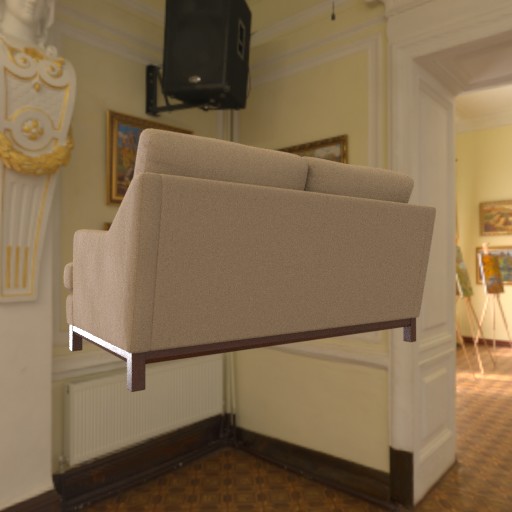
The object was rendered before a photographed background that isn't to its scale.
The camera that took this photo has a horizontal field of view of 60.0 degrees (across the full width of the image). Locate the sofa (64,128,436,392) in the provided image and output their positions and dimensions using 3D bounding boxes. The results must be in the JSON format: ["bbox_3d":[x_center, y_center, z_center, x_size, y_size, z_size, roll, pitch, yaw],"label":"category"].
[{"bbox_3d":[0.000,0.000,2.225,1.619,0.910,1.004,0,-1,-36],"label":"sofa"}]
